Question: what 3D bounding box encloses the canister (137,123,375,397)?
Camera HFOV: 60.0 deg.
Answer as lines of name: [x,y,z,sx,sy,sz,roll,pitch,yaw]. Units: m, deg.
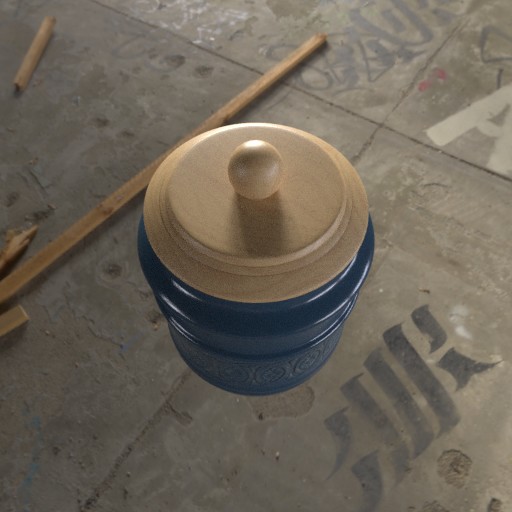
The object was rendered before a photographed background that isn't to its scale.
canister: [0.000,0.000,0.269,0.130,0.176,0.130,0,58,0]
